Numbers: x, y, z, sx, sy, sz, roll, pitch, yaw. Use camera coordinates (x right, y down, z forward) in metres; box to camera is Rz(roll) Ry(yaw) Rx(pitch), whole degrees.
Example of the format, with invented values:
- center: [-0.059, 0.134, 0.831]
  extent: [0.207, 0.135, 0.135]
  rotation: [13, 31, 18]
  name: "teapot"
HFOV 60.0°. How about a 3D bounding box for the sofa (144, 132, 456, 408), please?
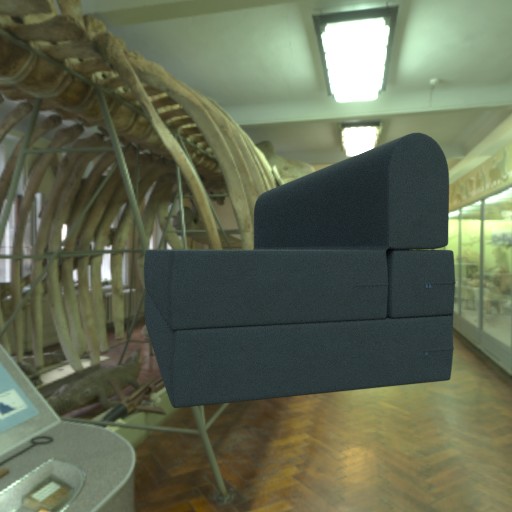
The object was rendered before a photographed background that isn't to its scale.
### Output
- center: [0.000, 0.000, 1.658]
  extent: [0.762, 0.660, 1.219]
  rotation: [0, 1, -17]
  name: "sofa"
